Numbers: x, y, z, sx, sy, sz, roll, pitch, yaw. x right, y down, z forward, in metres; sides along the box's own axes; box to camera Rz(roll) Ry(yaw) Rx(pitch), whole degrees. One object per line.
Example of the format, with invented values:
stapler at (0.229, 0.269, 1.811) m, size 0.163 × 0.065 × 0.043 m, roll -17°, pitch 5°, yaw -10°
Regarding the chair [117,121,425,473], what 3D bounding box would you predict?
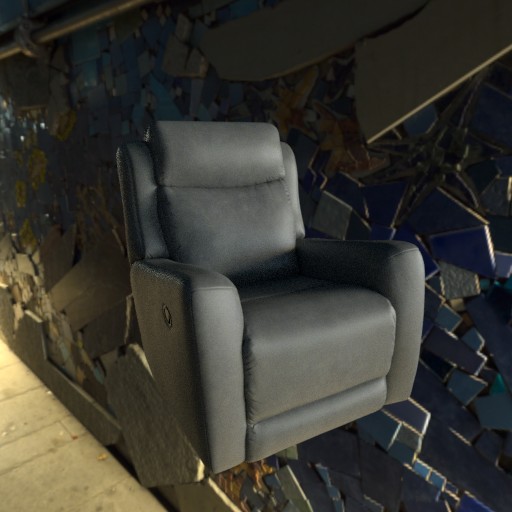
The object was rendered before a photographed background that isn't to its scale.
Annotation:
chair at (0.000, 0.000, 1.884) m, size 0.965 × 1.116 × 1.068 m, roll -8°, pitch 17°, yaw -28°
